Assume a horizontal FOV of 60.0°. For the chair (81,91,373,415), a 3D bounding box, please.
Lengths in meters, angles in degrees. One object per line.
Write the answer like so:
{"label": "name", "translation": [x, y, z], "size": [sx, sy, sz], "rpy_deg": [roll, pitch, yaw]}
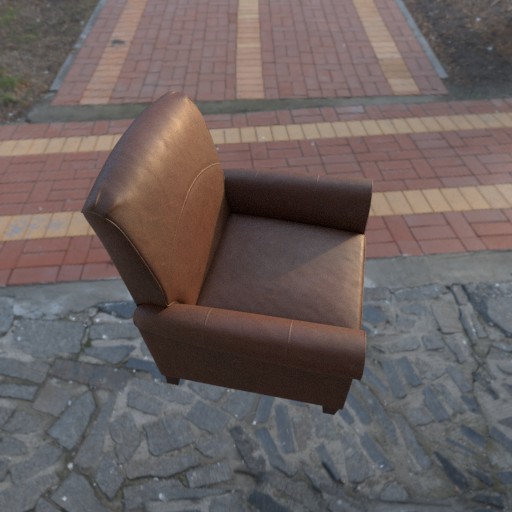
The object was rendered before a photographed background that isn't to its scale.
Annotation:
{"label": "chair", "translation": [0.000, 0.000, 1.788], "size": [0.902, 1.061, 0.978], "rpy_deg": [9, 47, 8]}
